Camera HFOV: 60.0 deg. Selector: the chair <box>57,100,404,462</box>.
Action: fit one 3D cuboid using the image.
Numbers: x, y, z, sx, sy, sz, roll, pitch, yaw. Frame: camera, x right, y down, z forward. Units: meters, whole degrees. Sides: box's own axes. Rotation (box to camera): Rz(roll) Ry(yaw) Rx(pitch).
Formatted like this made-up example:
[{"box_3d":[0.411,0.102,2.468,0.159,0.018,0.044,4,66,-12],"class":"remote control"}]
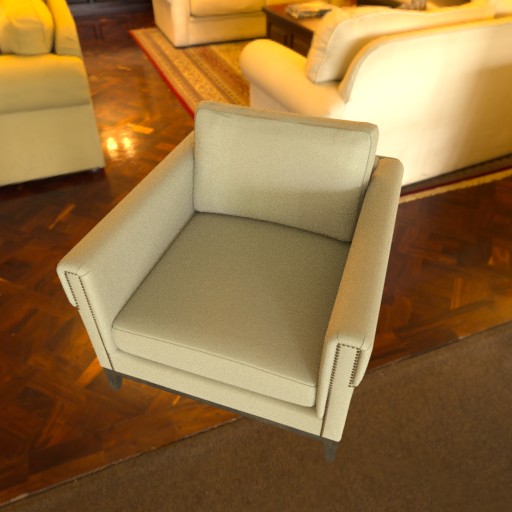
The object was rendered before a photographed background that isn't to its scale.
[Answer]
[{"box_3d":[0.000,0.000,1.652,0.914,0.838,0.959,13,43,14],"class":"chair"}]
